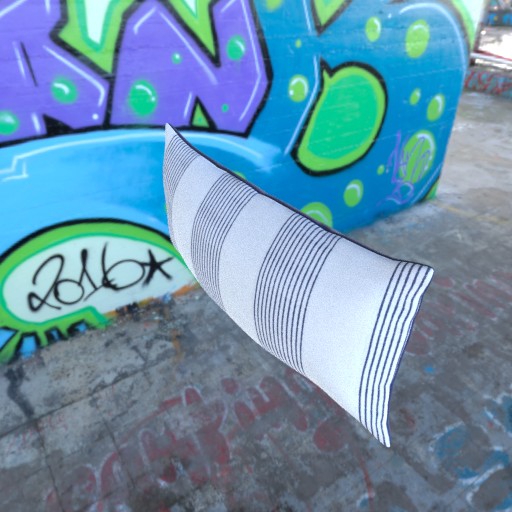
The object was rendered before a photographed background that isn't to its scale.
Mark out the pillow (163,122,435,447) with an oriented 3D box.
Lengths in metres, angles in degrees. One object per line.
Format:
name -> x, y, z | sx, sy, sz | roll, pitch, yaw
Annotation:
pillow -> 0.000, 0.000, 0.717 | 0.151, 0.287, 0.610 | -21, 38, -29
